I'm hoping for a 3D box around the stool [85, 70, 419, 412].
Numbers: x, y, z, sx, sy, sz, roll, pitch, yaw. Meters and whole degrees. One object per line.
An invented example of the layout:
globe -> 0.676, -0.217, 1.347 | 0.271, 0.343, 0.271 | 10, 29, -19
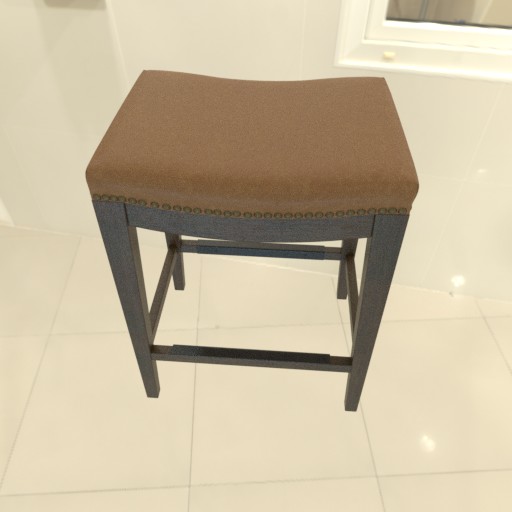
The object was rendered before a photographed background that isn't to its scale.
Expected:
stool -> 0.000, 0.000, 0.948 | 0.500, 0.660, 0.361 | 3, 46, 3
